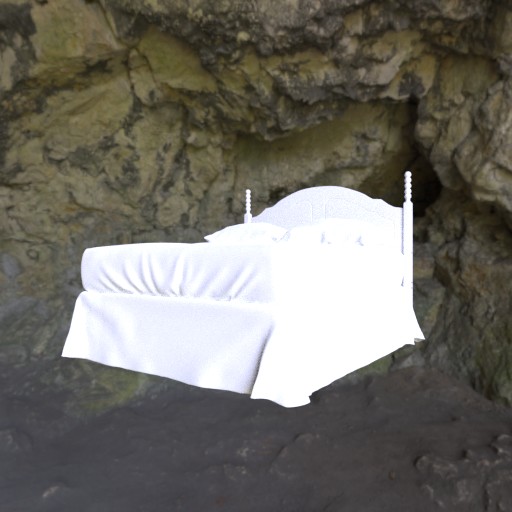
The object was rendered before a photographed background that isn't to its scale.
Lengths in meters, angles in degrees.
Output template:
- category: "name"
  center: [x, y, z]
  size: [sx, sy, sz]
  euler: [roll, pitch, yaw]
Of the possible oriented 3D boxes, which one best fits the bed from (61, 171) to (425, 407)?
- category: "bed"
  center: [0.000, 0.000, 3.212]
  size: [1.873, 1.356, 2.040]
  euler: [0, 0, 36]
